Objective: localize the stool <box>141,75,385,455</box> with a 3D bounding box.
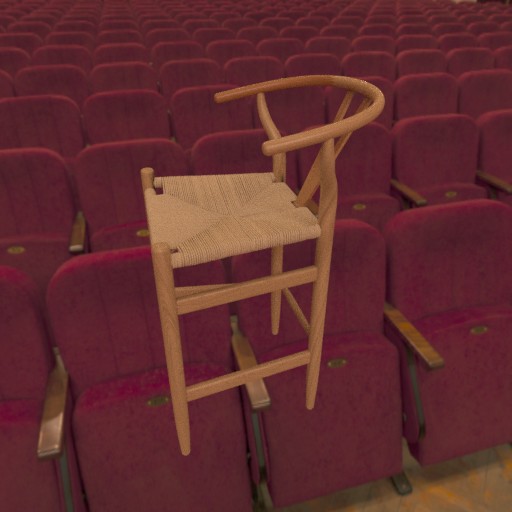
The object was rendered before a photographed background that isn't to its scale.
[{"bbox_3d":[0.000,0.000,1.271,0.575,0.923,0.536,-8,31,-13],"label":"stool"}]
